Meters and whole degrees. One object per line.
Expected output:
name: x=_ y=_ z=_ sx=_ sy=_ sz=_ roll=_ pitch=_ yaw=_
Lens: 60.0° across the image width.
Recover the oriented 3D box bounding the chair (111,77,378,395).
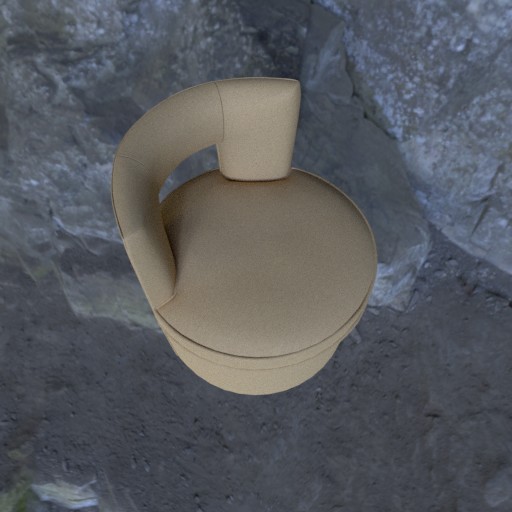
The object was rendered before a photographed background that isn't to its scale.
chair: x=0.000 y=0.000 z=1.253 sx=0.665 sy=0.723 sz=0.650 roll=32 pitch=63 yaw=19
